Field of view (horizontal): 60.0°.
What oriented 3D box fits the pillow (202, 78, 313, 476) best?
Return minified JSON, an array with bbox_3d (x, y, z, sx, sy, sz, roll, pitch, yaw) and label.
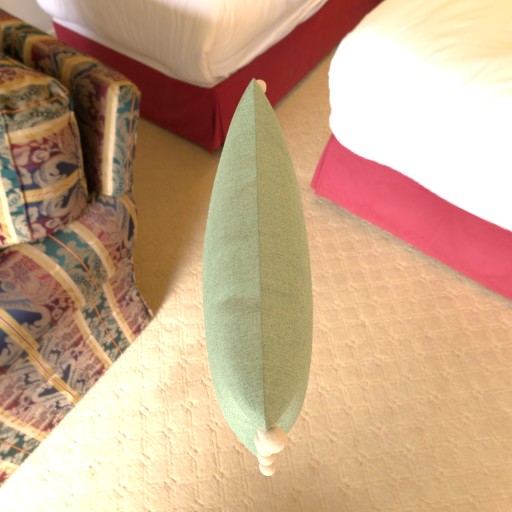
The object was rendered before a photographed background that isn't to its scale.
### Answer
[{"bbox_3d":[0.000,0.000,0.812,0.201,0.322,0.709,-1,57,-1],"label":"pillow"}]
